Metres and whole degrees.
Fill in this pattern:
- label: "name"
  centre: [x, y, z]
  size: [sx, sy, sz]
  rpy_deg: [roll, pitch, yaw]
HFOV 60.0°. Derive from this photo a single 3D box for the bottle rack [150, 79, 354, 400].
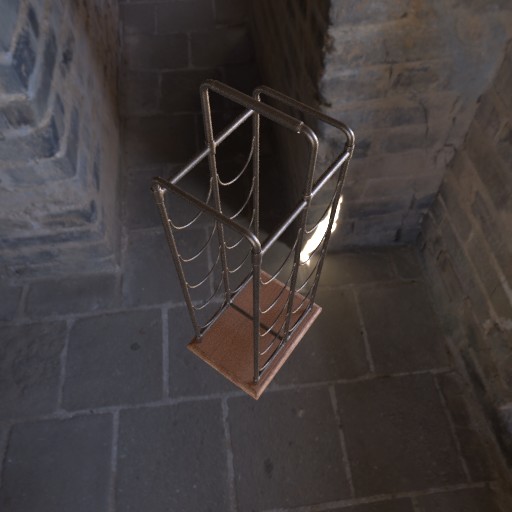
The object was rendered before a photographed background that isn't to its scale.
- label: "bottle rack"
  centre: [0.000, 0.000, 0.807]
  size: [0.208, 0.680, 0.276]
  rpy_deg: [32, 63, 18]
